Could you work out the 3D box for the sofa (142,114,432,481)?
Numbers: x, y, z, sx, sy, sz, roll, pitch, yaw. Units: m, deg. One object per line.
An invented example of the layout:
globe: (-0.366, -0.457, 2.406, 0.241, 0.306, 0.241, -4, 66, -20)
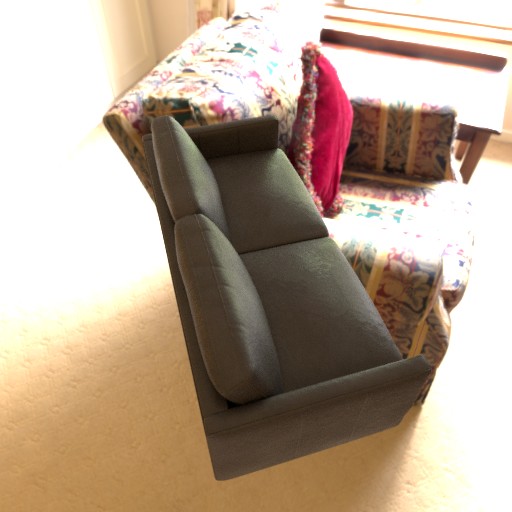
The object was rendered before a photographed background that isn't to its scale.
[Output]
sofa: (0.000, 0.000, 2.414, 0.933, 0.863, 1.971, -12, 49, -11)
